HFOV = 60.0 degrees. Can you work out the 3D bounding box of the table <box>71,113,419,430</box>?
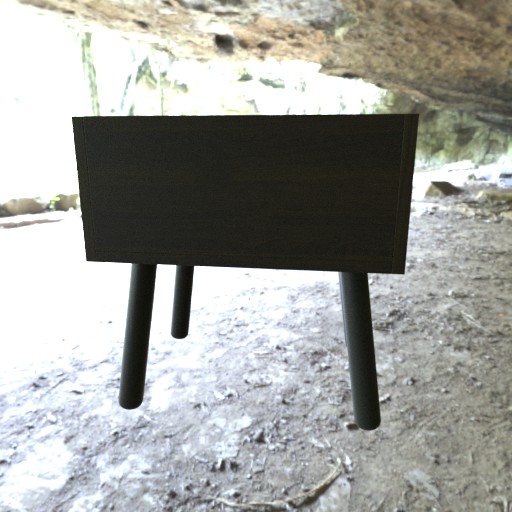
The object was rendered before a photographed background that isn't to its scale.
[{"bbox_3d":[0.000,0.000,0.803,0.450,0.470,0.370,2,15,8],"label":"table"}]
